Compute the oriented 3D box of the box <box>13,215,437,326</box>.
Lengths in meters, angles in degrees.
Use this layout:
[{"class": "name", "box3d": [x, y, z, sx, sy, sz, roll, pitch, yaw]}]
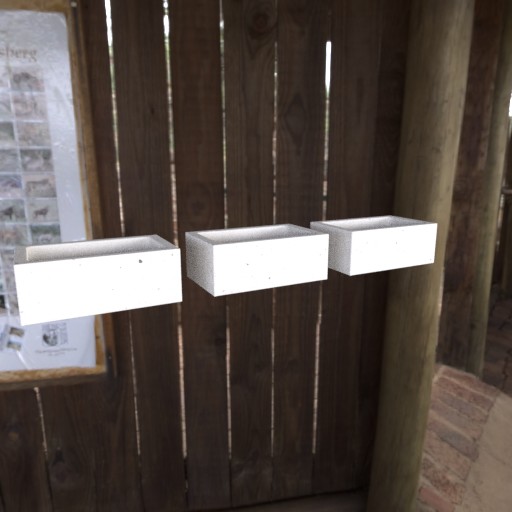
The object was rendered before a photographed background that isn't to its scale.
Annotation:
[{"class": "box", "box3d": [0.000, 0.000, 0.484, 0.461, 0.051, 0.082, -7, 14, -26]}]
